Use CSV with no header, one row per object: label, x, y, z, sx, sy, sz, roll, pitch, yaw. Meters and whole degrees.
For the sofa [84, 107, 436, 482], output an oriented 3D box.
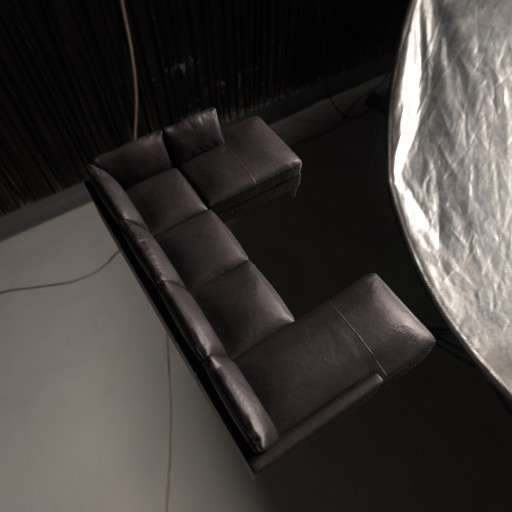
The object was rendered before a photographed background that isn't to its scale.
sofa,0.000,0.000,3.880,1.939,0.900,2.956,-29,62,-17
